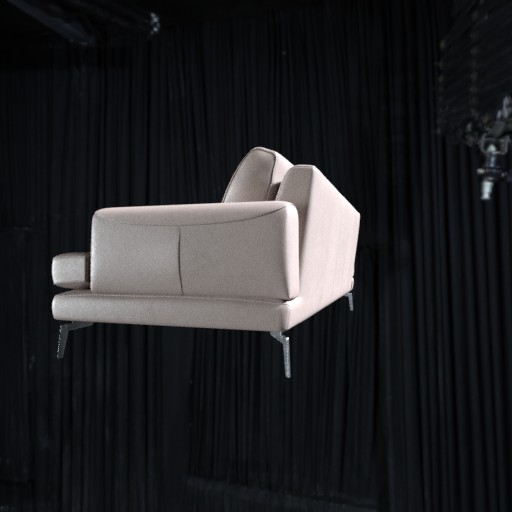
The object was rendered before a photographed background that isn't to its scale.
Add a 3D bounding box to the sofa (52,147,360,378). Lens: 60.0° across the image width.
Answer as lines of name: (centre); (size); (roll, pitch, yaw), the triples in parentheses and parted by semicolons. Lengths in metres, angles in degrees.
sofa: (0.000, 0.000, 2.393); (0.974, 0.765, 1.940); (0, 0, 18)
